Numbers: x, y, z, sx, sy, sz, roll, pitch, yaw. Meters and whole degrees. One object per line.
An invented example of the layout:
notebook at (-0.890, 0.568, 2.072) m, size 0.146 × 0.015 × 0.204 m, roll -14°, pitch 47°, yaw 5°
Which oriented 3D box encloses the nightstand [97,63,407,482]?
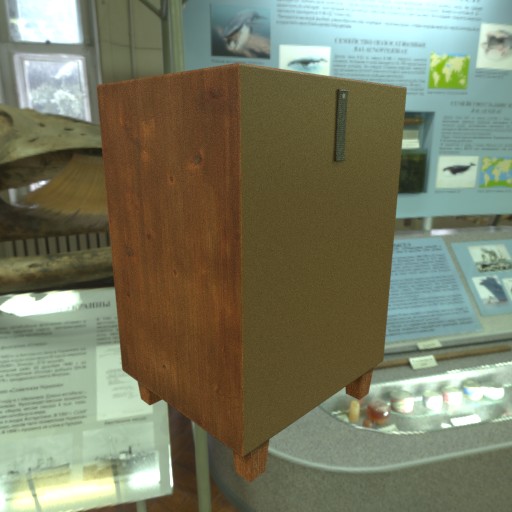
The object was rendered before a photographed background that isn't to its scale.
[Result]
nightstand at (0.000, 0.000, 0.967) m, size 0.410 × 0.695 × 0.465 m, roll 15°, pitch 22°, yaw 43°
